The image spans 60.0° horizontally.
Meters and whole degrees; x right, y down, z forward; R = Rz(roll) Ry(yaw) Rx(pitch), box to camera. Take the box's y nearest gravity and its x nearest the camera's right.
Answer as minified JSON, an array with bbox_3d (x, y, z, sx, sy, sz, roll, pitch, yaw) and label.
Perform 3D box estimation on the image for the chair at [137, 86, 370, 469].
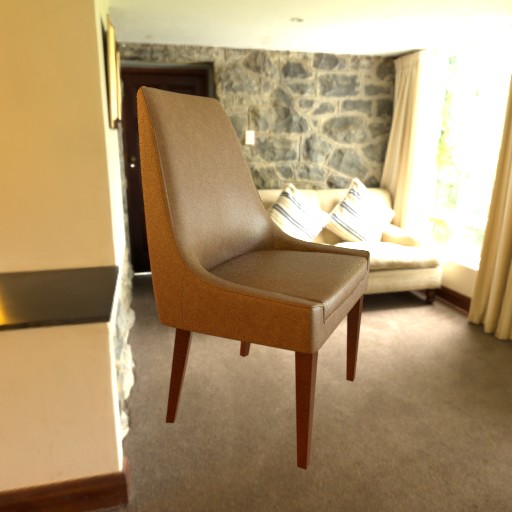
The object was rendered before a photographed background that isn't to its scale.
[{"bbox_3d":[0.000,0.000,1.208,0.544,0.861,0.529,7,16,25],"label":"chair"}]
